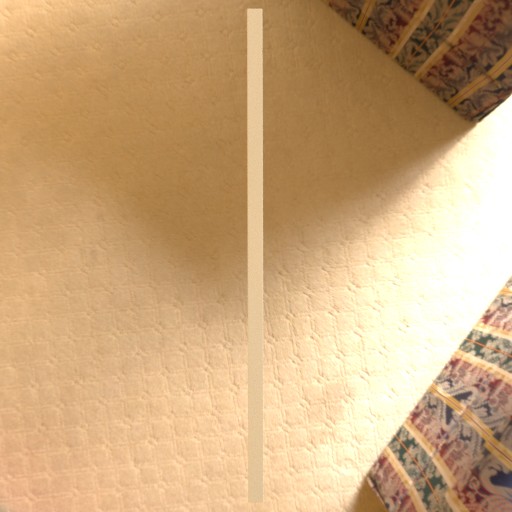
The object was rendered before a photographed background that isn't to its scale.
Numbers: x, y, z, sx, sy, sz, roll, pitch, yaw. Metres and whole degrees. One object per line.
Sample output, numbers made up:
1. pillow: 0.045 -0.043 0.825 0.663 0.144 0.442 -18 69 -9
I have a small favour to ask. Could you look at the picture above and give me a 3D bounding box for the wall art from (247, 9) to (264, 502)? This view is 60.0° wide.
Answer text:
1. wall art: 0.000 0.000 1.409 0.038 0.767 1.144 0 89 0
